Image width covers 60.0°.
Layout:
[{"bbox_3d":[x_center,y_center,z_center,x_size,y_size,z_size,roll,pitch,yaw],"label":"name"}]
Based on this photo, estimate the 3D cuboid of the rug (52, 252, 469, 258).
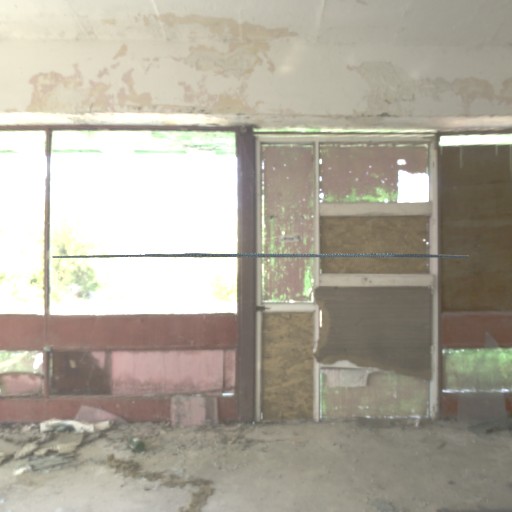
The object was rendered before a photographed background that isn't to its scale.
[{"bbox_3d":[0.000,0.000,2.233,1.777,0.021,1.145,0,0,35],"label":"rug"}]
